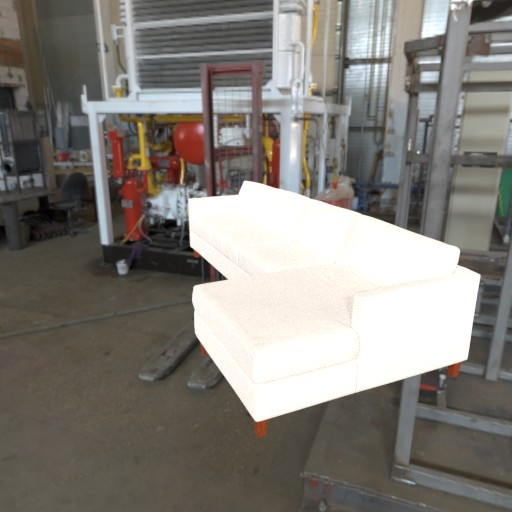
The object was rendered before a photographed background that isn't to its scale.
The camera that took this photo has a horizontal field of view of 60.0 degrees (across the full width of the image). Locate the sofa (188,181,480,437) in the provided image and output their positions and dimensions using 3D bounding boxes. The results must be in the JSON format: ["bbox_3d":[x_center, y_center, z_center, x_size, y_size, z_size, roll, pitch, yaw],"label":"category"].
[{"bbox_3d":[0.000,0.000,4.067,1.606,0.954,3.471,-8,19,-23],"label":"sofa"}]
